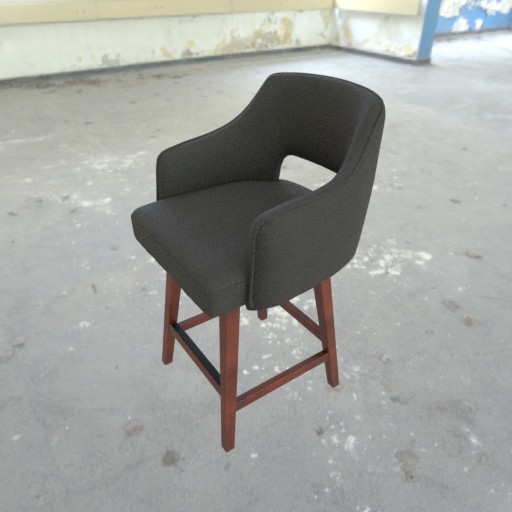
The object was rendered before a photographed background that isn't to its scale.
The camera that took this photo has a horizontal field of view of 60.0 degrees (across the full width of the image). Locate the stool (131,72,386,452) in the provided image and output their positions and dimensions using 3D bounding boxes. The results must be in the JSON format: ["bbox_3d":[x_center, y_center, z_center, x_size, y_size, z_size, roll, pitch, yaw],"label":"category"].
[{"bbox_3d":[0.000,0.000,1.276,0.558,0.912,0.548,-20,38,-29],"label":"stool"}]
